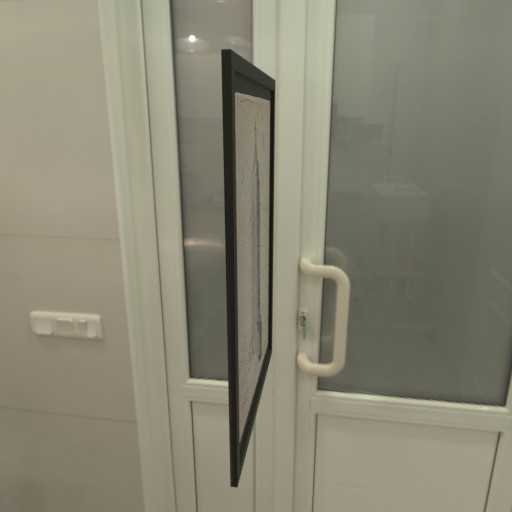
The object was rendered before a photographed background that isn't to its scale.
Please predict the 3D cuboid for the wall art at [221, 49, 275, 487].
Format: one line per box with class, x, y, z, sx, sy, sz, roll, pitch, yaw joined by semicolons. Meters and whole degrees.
wall art;0.000;0.000;0.846;0.012;0.661;0.451;3;17;9
